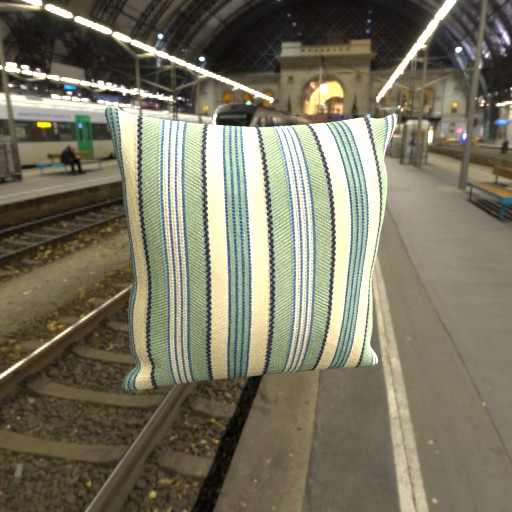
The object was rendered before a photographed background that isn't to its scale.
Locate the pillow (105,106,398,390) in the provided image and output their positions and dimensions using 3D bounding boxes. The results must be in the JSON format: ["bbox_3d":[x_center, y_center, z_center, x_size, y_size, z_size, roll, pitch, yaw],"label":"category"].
[{"bbox_3d":[0.000,0.000,0.693,0.440,0.441,0.182,-3,16,-9],"label":"pillow"}]
